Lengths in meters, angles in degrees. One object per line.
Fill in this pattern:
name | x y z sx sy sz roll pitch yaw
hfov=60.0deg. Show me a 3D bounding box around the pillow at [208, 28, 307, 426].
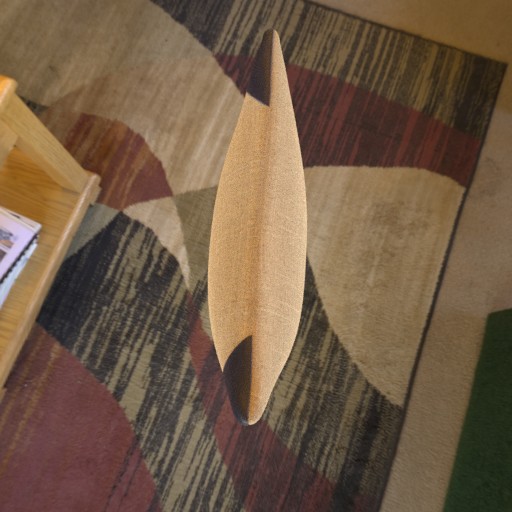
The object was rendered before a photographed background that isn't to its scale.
pillow | 0.000 0.000 0.671 0.147 0.441 0.440 2 77 1
